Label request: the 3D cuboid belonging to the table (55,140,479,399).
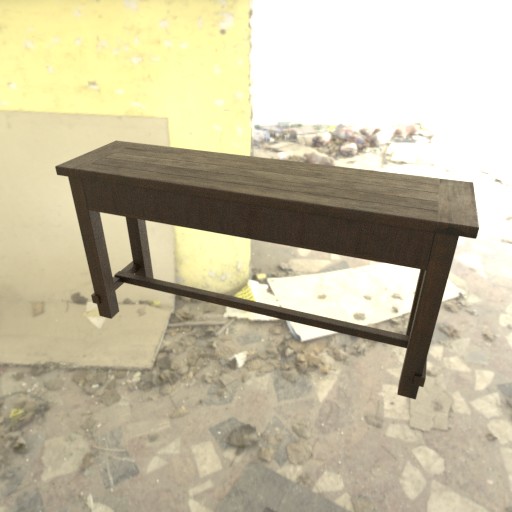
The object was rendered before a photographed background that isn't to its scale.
[{"bbox_3d":[0.000,0.000,1.939,1.599,0.762,0.442,11,32,18],"label":"table"}]
